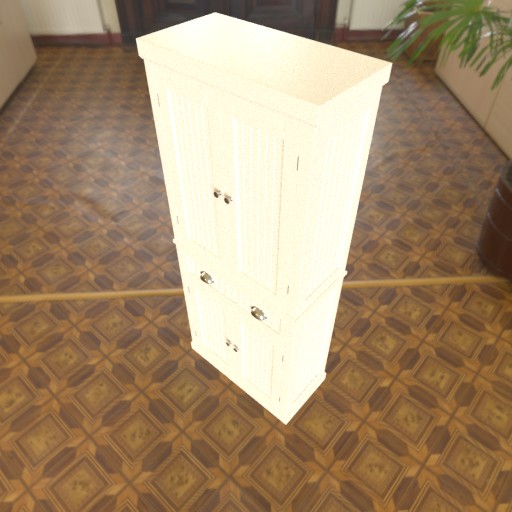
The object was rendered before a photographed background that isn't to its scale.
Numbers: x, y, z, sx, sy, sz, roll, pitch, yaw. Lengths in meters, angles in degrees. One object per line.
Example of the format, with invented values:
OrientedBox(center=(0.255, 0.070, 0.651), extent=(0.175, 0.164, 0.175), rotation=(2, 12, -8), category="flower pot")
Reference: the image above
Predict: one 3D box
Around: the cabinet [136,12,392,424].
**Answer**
OrientedBox(center=(0.000, 0.000, 2.049), extent=(0.754, 1.829, 0.390), rotation=(31, 52, 28), category="cabinet")
